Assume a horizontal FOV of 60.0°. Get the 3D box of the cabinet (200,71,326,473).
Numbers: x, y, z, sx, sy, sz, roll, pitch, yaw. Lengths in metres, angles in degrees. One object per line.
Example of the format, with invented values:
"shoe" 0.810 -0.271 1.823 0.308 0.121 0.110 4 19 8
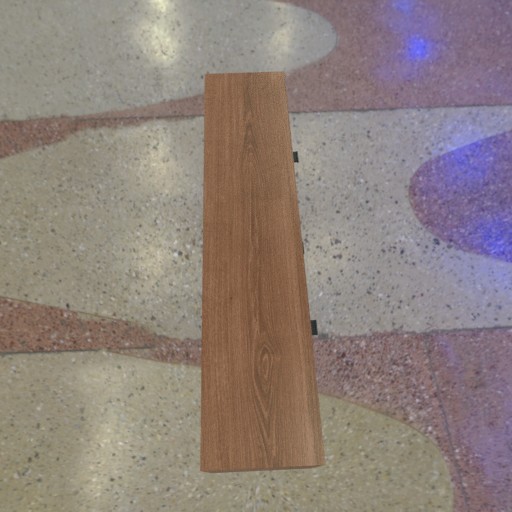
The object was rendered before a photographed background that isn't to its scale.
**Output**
"cabinet" 0.000 0.000 1.897 0.400 0.500 1.650 -2 63 -1
